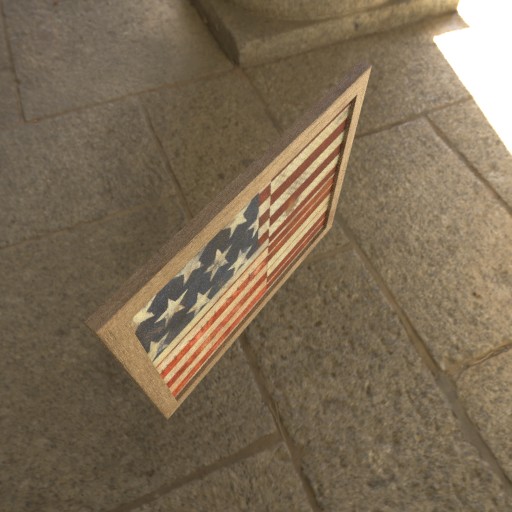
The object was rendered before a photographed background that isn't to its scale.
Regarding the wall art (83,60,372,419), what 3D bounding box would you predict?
[{"bbox_3d":[0.000,0.000,0.937,0.026,0.535,0.690,34,64,19],"label":"wall art"}]
